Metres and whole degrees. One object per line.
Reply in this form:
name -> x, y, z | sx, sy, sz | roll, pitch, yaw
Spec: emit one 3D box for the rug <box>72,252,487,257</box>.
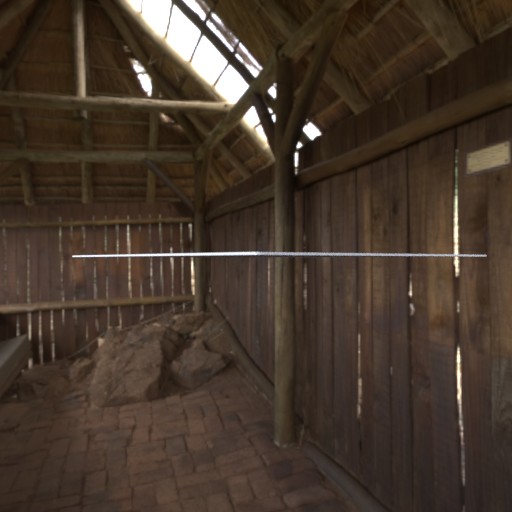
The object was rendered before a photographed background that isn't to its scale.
rug -> 0.000, 0.000, 4.157 | 2.447, 0.017, 3.123 | 0, 0, -38
